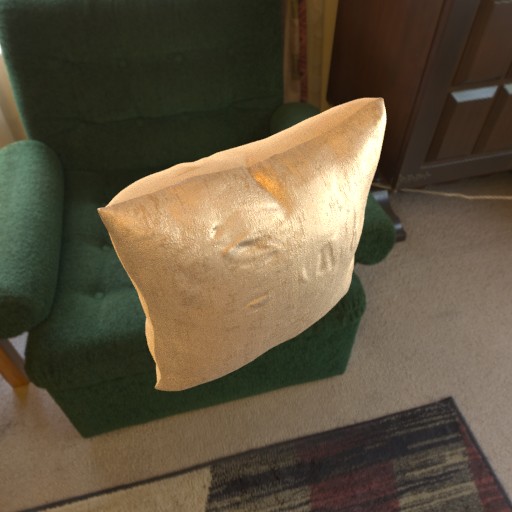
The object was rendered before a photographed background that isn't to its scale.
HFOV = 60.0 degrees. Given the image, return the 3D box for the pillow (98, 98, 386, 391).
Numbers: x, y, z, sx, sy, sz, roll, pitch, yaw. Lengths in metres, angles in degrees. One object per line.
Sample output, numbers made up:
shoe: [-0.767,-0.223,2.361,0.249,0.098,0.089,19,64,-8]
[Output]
pillow: [0.000,0.000,0.741,0.450,0.448,0.245,-25,52,-21]
